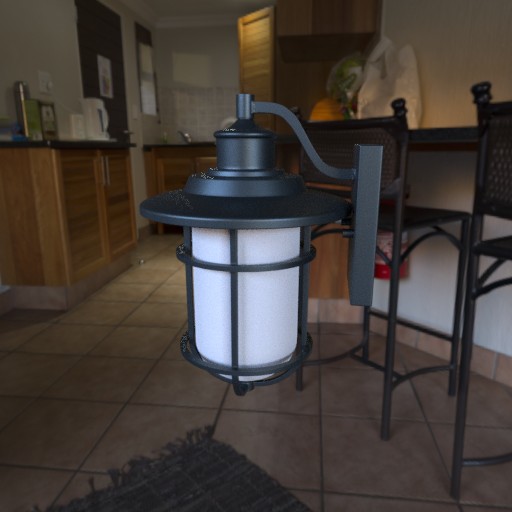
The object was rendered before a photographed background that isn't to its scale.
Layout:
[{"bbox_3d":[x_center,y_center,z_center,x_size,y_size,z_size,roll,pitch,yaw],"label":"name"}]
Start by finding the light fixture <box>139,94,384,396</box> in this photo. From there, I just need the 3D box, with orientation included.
[{"bbox_3d":[0.000,0.000,0.502,0.252,0.345,0.222,2,15,9],"label":"light fixture"}]
